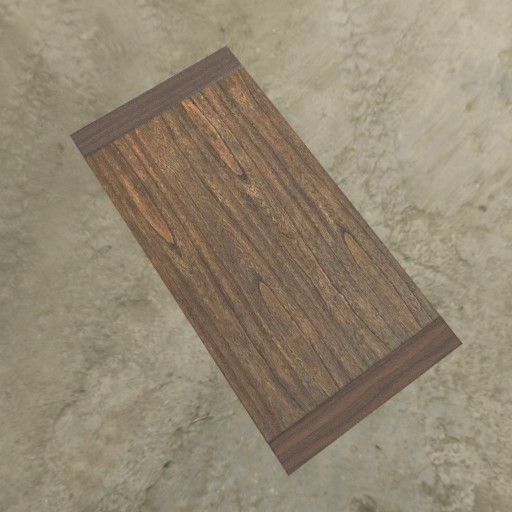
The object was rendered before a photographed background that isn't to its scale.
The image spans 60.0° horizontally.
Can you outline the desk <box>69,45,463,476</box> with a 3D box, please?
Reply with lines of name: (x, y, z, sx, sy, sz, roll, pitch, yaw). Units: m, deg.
desk: (0.000, 0.000, 2.035, 0.784, 0.725, 1.543, -33, 78, -8)
